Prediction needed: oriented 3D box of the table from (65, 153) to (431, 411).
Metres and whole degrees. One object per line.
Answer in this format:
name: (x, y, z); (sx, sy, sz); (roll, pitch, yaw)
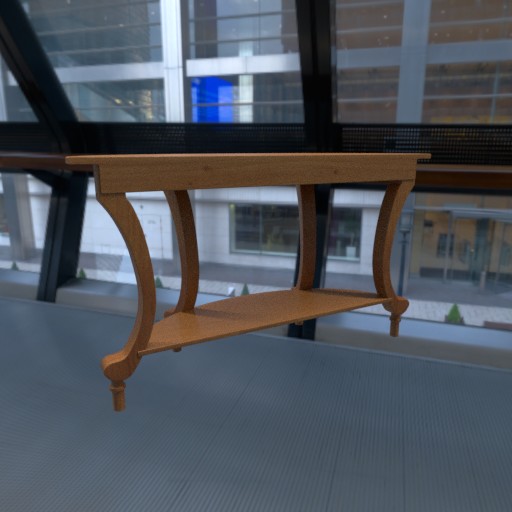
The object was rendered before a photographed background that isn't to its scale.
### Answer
table: (0.000, 0.000, 1.546); (1.198, 0.692, 0.394); (-7, 16, -27)
